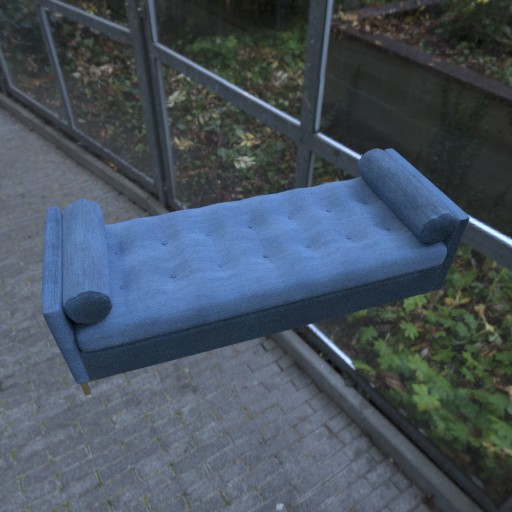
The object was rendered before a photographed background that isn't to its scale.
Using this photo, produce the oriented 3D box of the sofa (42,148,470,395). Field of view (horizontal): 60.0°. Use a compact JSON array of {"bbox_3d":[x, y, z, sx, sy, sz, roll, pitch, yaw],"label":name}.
[{"bbox_3d":[0.000,0.000,2.497,2.102,0.705,0.796,-12,44,-13],"label":"sofa"}]
